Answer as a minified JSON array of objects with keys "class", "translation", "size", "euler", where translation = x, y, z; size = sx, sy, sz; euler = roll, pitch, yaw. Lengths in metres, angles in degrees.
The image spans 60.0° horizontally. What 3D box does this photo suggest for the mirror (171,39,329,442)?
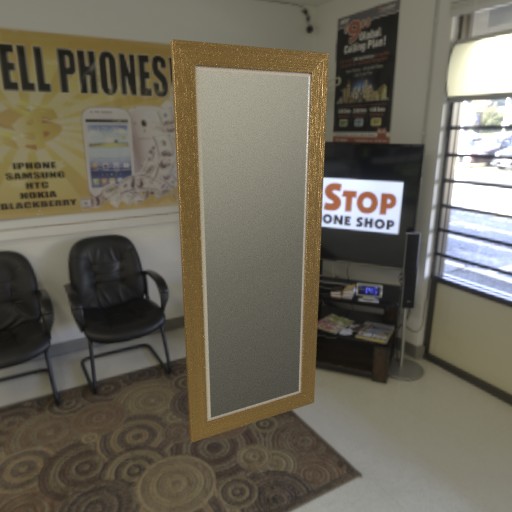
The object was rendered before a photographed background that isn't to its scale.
[{"class":"mirror","translation":[0.000,0.000,2.355],"size":[0.812,2.031,0.025],"euler":[-8,18,-26]}]
